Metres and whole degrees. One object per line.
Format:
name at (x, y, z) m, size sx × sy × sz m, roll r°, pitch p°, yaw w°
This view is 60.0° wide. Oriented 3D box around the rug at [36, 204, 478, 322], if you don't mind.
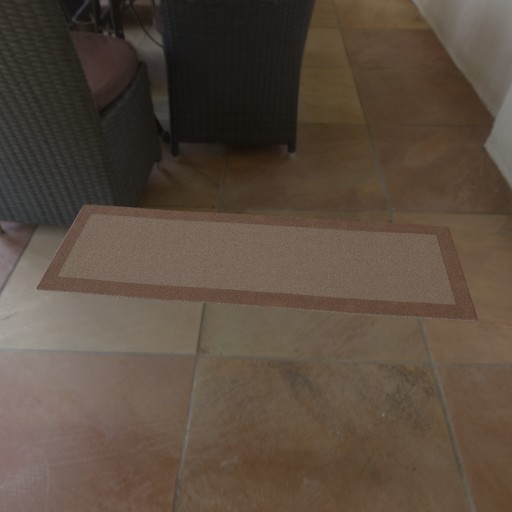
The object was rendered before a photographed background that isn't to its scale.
rug at (0.000, 0.000, 2.679) m, size 2.430 × 0.012 × 0.767 m, roll 4°, pitch 46°, yaw 4°
